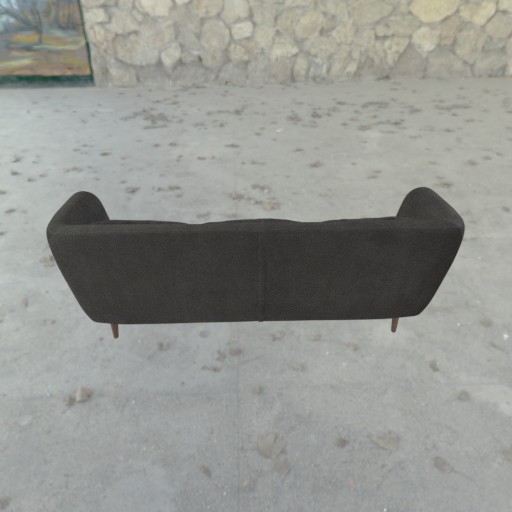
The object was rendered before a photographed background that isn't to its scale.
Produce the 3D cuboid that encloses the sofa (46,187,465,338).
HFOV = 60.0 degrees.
[{"bbox_3d":[0.000,0.000,2.756,2.296,0.875,0.956,-1,32,-2],"label":"sofa"}]
